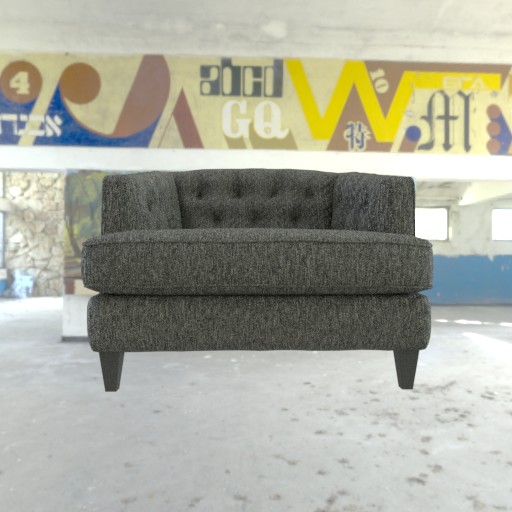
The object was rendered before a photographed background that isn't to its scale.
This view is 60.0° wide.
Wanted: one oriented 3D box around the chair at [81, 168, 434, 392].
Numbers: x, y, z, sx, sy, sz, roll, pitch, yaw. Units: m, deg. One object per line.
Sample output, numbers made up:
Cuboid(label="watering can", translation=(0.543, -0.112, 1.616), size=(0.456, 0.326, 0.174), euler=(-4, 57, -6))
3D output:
Cuboid(label="chair", translation=(0.000, 0.000, 1.776), size=(1.104, 0.852, 0.941), euler=(0, 0, -1))
